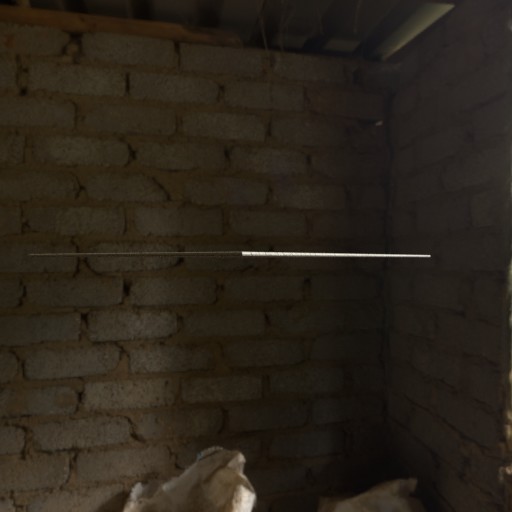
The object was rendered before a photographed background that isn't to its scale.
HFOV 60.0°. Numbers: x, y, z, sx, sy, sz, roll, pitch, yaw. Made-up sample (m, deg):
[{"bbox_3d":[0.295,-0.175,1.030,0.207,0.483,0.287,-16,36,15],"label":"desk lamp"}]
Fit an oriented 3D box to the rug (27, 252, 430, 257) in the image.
[{"bbox_3d":[0.000,0.000,2.809,1.526,0.015,2.132,0,0,38],"label":"rug"}]
